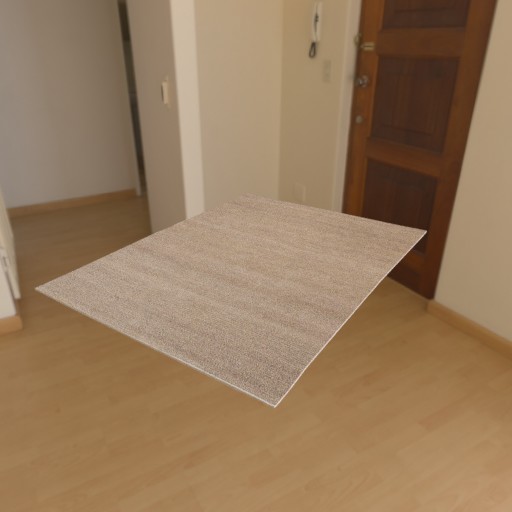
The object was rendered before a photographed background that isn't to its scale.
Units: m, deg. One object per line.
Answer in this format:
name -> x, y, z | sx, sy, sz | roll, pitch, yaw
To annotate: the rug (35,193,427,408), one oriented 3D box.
rug -> 0.000, 0.000, 4.421 | 2.467, 0.046, 3.245 | 17, 30, 30
